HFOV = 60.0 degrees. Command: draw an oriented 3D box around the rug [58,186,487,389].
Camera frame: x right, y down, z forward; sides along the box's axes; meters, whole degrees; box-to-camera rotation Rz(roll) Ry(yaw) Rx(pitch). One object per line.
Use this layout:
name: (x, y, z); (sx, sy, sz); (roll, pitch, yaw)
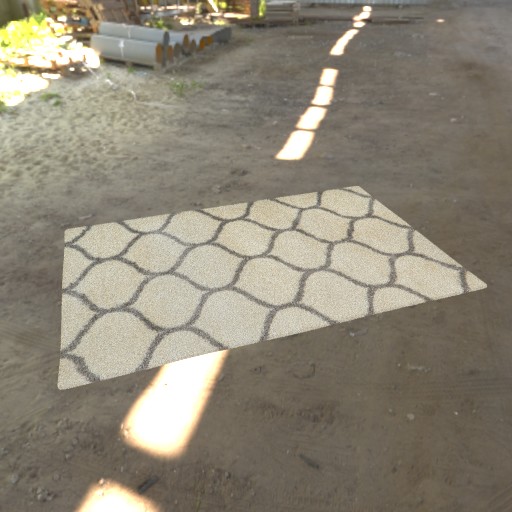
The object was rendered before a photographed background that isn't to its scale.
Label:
rug: (0.000, 0.000, 2.860); (2.348, 0.024, 1.501); (-10, 34, -16)
